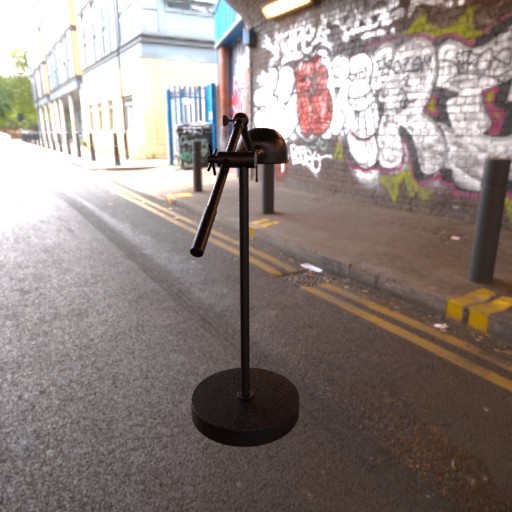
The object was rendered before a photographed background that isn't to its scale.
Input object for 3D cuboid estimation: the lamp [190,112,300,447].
[{"bbox_3d":[0.000,0.000,0.804,0.185,0.495,0.567,3,16,9],"label":"lamp"}]
